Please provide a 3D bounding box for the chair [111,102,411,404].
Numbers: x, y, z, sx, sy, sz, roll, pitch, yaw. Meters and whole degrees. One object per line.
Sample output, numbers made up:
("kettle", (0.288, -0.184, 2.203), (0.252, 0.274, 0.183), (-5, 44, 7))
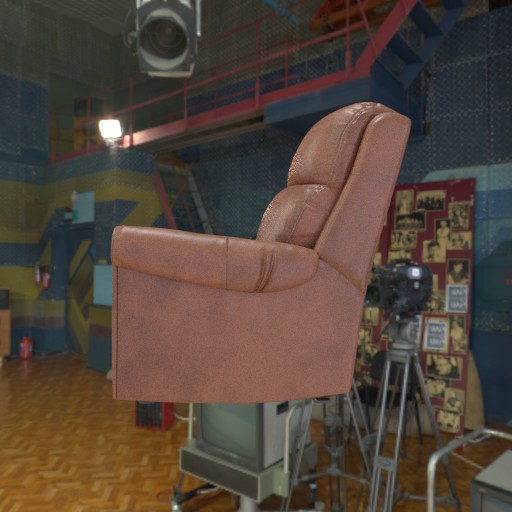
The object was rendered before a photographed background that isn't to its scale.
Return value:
("chair", (0.000, 0.000, 1.786), (1.014, 1.054, 0.838), (0, -1, -1))
